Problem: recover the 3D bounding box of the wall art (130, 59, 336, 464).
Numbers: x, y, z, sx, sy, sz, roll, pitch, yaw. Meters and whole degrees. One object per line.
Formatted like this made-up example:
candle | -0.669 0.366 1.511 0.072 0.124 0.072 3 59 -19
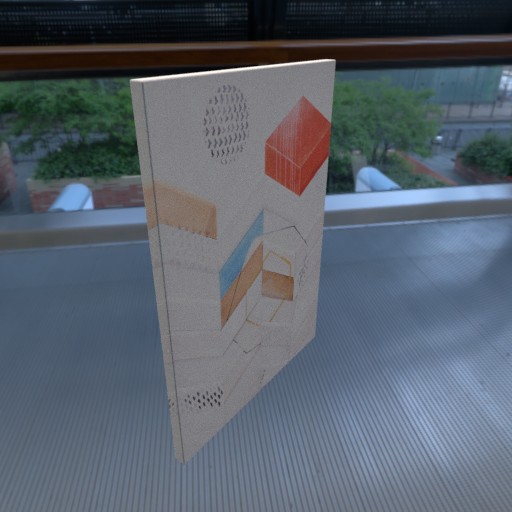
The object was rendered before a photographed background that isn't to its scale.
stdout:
wall art | 0.000 0.000 1.079 0.036 0.848 0.613 19 33 32
